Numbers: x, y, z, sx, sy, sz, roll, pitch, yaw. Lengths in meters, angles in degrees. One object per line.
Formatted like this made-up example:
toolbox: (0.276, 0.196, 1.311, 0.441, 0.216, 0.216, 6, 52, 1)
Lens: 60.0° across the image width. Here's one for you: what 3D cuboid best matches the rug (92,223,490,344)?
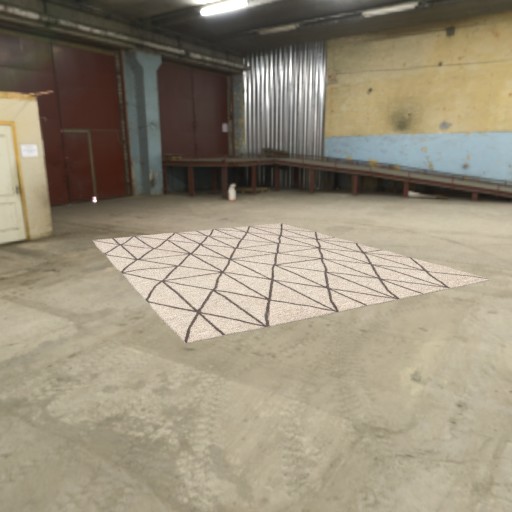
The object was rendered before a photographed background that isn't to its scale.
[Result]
rug: (0.000, 0.000, 4.120, 2.468, 0.022, 3.061, -7, 15, -27)
